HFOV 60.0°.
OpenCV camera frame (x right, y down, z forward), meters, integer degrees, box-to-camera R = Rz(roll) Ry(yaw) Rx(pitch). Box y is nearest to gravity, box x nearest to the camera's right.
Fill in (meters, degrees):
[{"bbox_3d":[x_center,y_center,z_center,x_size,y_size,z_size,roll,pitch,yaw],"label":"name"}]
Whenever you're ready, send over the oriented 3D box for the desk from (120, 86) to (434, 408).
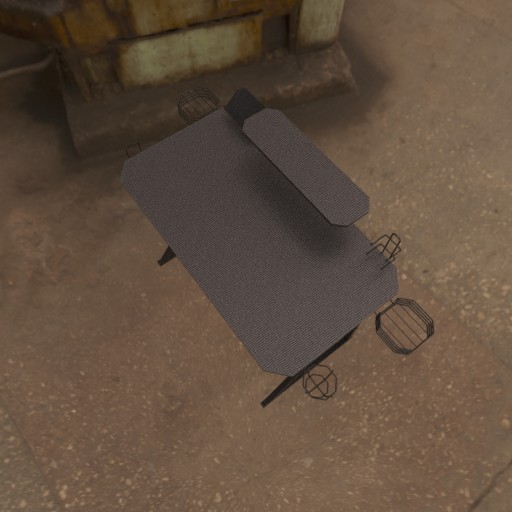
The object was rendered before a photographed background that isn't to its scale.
[{"bbox_3d":[0.000,0.000,1.770,0.580,0.880,1.290,-34,69,-15],"label":"desk"}]
